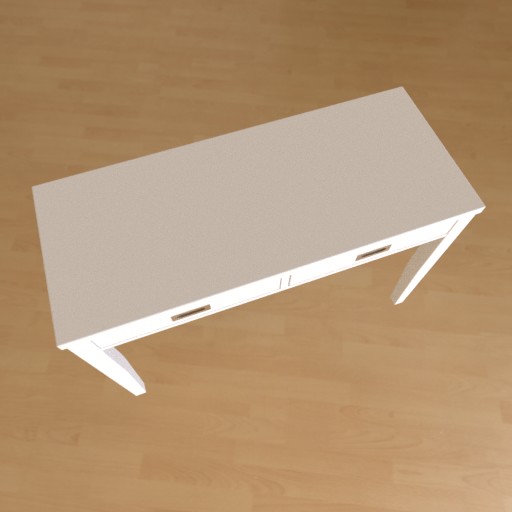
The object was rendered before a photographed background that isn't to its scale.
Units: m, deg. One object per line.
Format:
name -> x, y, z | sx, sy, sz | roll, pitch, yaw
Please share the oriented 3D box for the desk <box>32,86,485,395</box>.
desk -> 0.000, 0.000, 1.631 | 1.220, 0.775, 0.508 | -18, 65, -9
